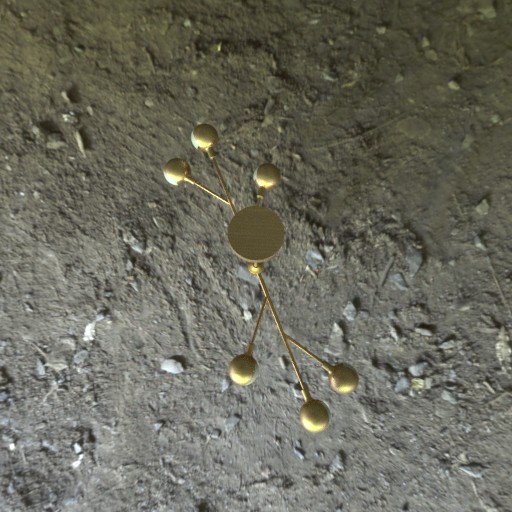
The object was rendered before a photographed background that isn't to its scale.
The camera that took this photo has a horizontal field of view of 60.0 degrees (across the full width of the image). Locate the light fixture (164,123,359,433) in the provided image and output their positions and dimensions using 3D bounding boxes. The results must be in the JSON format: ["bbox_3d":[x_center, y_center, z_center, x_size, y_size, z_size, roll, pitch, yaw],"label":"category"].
[{"bbox_3d":[0.000,0.000,0.965,0.434,0.362,0.778,-5,77,-1],"label":"light fixture"}]
